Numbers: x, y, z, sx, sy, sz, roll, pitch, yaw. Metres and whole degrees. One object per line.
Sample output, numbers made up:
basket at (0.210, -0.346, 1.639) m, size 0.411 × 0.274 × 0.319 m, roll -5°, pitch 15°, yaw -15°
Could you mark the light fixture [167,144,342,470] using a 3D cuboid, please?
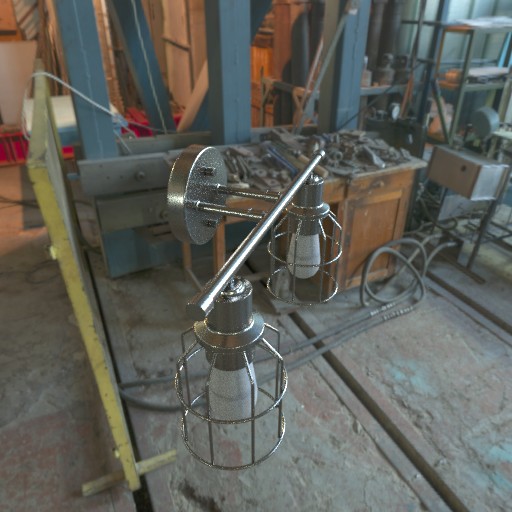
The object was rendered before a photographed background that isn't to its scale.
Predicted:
light fixture at (0.000, 0.000, 0.540) m, size 0.165 × 0.254 × 0.406 m, roll 11°, pitch 32°, yaw 17°
